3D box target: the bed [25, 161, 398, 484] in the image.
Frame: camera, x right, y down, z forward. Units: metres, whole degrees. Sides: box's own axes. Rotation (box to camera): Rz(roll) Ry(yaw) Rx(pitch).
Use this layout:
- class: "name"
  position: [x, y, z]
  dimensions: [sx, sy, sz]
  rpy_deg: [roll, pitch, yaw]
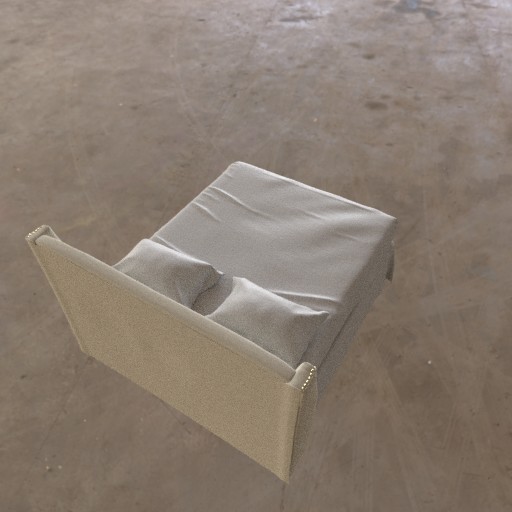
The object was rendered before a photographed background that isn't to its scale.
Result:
- class: "bed"
  position: [0.000, 0.000, 3.442]
  dimensions: [1.925, 1.332, 2.276]
  rpy_deg: [24, 51, 21]
